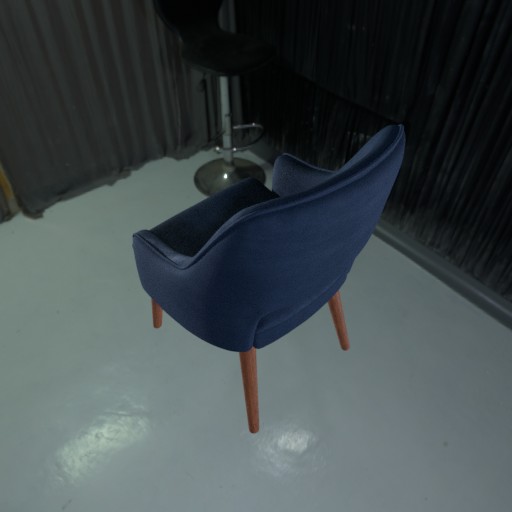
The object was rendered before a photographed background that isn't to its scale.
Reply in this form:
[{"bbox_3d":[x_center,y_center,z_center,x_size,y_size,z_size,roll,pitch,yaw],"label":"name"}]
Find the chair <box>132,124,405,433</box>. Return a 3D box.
[{"bbox_3d":[0.000,0.000,1.213,0.559,0.844,0.591,-33,55,-28],"label":"chair"}]
